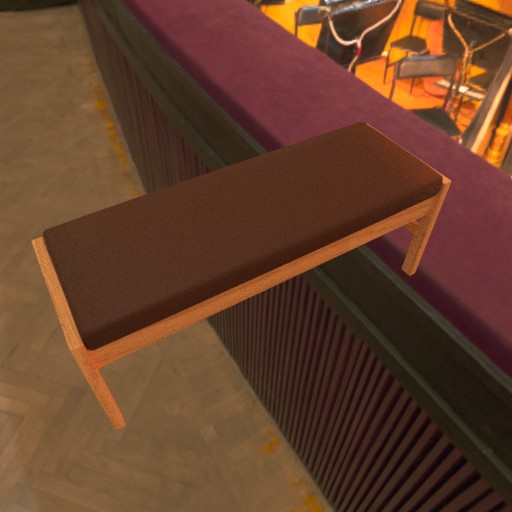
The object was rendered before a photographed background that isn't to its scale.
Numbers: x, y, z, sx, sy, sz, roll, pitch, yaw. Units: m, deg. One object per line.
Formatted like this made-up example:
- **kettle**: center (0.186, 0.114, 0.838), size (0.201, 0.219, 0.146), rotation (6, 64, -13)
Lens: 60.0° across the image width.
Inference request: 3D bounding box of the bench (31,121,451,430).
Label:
- **bench**: center (0.000, 0.000, 1.459), size (1.200, 0.480, 0.405), rotation (-23, 51, -21)
